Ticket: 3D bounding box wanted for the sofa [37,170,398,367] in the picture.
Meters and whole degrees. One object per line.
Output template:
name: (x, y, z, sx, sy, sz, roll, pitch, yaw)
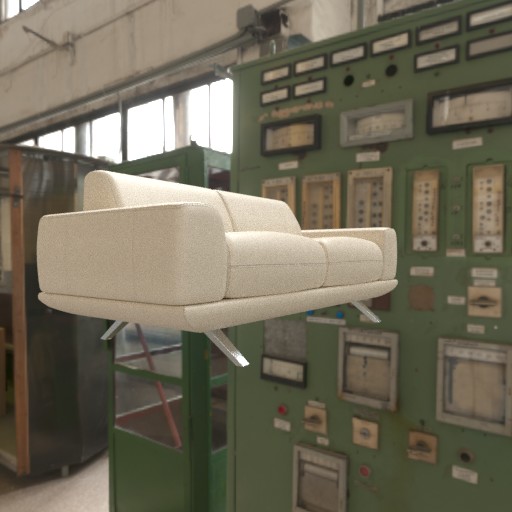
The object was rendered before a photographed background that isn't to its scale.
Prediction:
sofa: (0.000, 0.000, 2.337, 0.900, 0.772, 1.901, 0, 0, 37)
